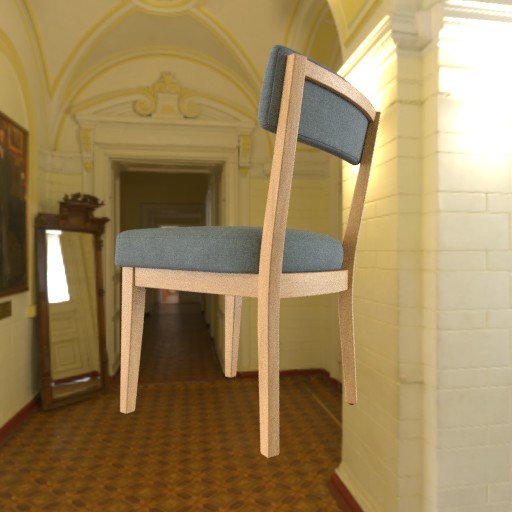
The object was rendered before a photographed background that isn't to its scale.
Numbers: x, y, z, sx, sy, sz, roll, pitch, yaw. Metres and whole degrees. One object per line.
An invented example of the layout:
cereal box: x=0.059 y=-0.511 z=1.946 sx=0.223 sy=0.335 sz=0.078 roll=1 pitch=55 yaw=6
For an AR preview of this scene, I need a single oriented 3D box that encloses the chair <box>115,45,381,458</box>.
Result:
chair: x=0.000 y=0.000 z=1.186 sx=0.572 sy=0.832 sz=0.508 roll=0 pitch=0 yaw=36
